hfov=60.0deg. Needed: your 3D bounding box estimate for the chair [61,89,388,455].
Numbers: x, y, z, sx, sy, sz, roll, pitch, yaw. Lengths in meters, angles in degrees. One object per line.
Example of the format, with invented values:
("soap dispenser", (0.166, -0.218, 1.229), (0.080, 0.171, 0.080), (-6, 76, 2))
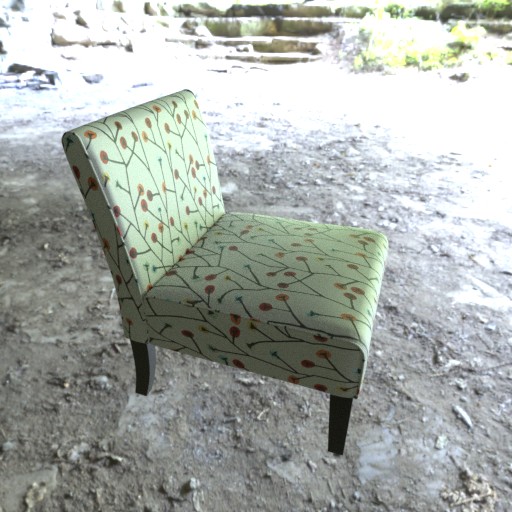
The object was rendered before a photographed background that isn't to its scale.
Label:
("chair", (0.000, 0.000, 1.310), (0.732, 0.813, 0.597), (10, 32, 17))
